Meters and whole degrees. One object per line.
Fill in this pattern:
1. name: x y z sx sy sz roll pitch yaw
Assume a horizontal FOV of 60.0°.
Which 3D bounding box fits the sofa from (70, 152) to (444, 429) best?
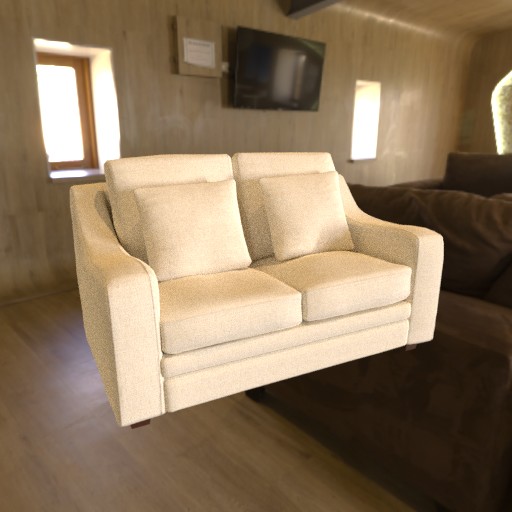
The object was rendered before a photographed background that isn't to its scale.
1. sofa: 0.000 0.000 2.350 1.744 1.047 1.040 -8 17 -26
